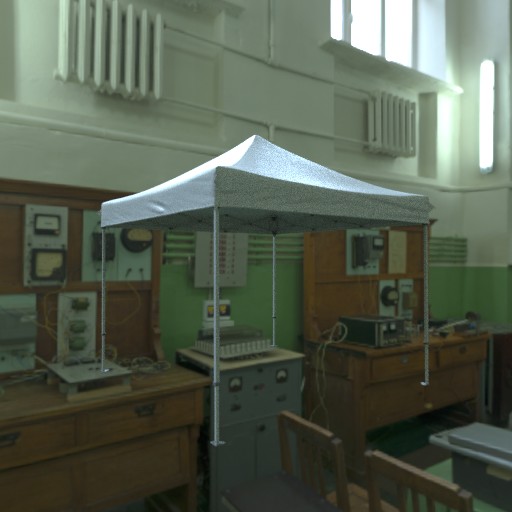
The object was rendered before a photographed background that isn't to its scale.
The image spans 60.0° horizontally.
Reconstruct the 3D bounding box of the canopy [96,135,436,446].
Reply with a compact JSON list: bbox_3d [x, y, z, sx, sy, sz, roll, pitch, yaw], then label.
[{"bbox_3d":[0.000,0.000,5.481,2.994,2.998,2.996,0,0,-36],"label":"canopy"}]
